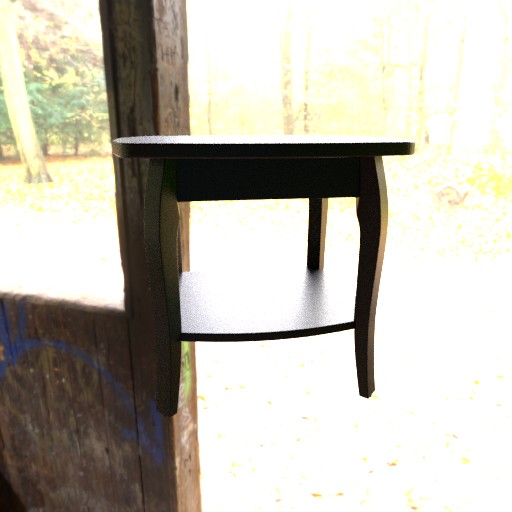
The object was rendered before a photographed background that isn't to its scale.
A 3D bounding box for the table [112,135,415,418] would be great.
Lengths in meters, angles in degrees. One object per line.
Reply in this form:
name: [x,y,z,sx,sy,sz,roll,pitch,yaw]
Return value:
table: [0.000,0.000,0.890,0.508,0.457,0.457,-3,17,-8]
